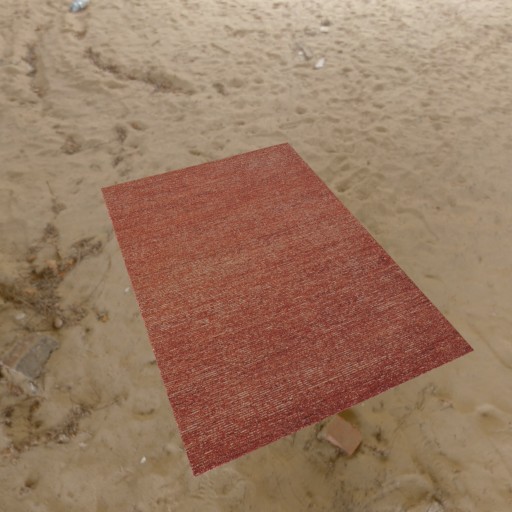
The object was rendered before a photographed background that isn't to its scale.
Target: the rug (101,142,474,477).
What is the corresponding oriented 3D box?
[{"bbox_3d":[0.000,0.000,5.082,2.803,0.025,3.965,-18,49,-16],"label":"rug"}]
